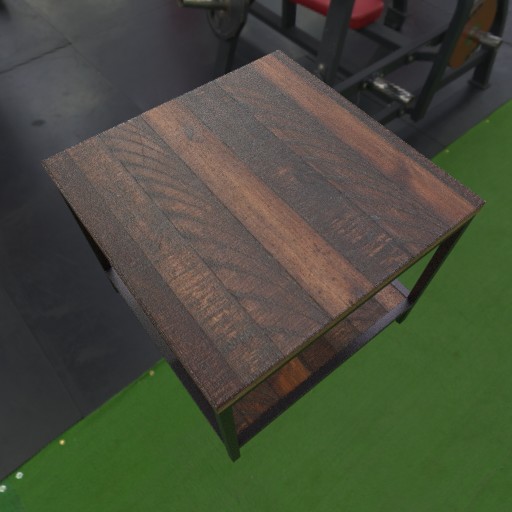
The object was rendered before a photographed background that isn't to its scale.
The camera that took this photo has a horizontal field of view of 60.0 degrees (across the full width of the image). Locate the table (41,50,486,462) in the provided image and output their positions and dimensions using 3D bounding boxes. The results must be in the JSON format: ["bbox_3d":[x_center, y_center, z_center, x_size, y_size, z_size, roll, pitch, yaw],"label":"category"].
[{"bbox_3d":[0.000,0.000,0.970,0.553,0.482,0.548,-33,63,-19],"label":"table"}]
